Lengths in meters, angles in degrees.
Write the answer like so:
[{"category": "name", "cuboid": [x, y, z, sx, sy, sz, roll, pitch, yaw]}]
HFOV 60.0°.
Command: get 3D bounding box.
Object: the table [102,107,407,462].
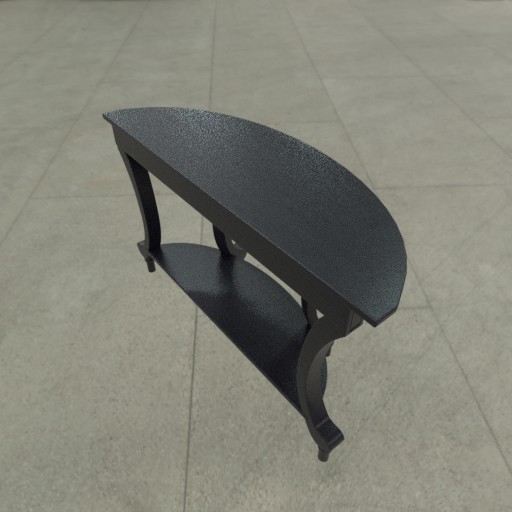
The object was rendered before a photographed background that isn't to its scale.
[{"category": "table", "cuboid": [0.000, 0.000, 1.479, 0.394, 0.692, 1.198, -27, 47, -28]}]
